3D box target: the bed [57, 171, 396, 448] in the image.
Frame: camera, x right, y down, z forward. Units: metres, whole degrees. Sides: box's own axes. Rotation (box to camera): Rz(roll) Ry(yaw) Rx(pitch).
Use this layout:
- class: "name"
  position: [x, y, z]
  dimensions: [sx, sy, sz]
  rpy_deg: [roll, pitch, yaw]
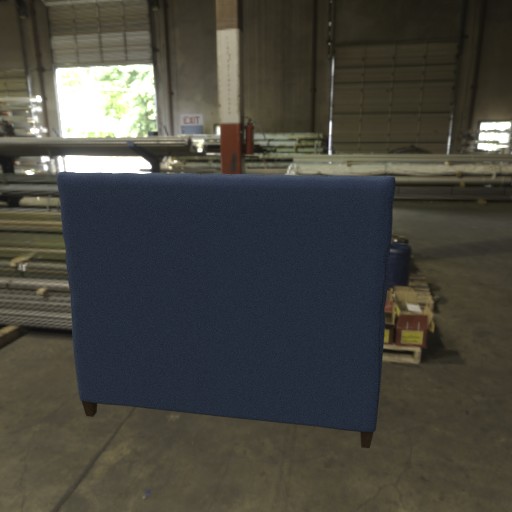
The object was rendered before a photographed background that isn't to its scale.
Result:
- class: "bed"
  position: [0.000, 0.000, 3.418]
  dimensions: [1.706, 1.427, 2.387]
  rpy_deg: [3, 15, 10]
